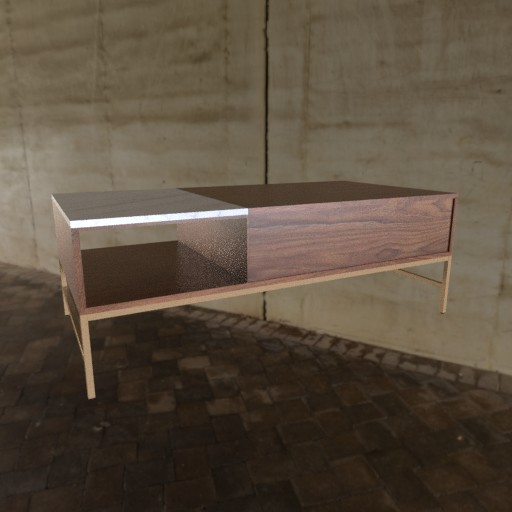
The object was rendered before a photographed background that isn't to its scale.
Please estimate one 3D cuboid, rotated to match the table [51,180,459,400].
[{"bbox_3d":[0.000,0.000,1.962,1.553,0.551,0.789,-7,16,-27],"label":"table"}]
